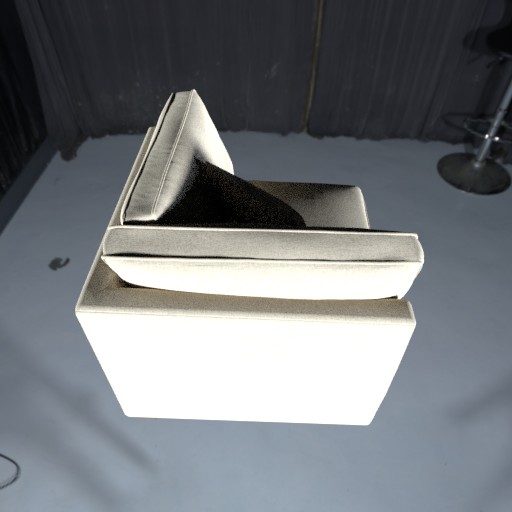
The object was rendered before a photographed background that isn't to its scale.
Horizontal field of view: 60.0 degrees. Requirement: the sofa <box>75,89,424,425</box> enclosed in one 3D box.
[{"bbox_3d":[0.000,0.000,1.965,1.084,1.002,1.146,2,46,2],"label":"sofa"}]
